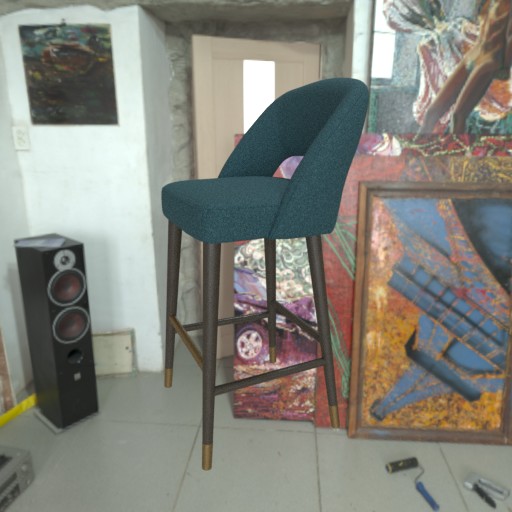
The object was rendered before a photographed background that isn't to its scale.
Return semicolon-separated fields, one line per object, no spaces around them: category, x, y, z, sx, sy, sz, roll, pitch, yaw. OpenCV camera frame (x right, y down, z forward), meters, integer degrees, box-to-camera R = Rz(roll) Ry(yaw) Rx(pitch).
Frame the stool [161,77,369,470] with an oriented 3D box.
stool;0.000;0.000;1.358;0.522;1.032;0.536;-7;18;-23
